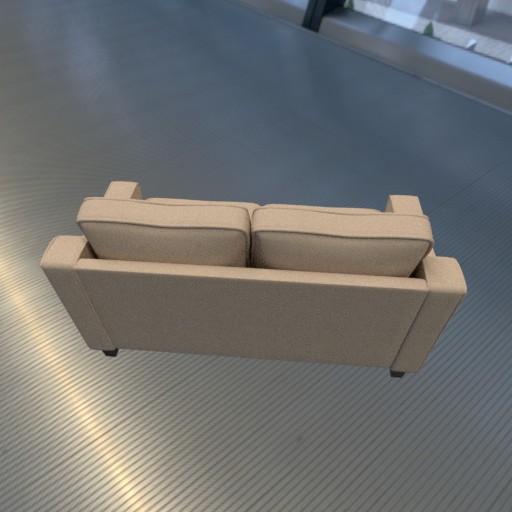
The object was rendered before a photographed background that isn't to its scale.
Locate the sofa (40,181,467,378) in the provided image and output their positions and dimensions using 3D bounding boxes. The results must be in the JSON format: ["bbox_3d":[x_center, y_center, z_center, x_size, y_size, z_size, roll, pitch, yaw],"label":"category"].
[{"bbox_3d":[0.000,0.000,3.455,2.587,1.562,1.351,3,45,3],"label":"sofa"}]
